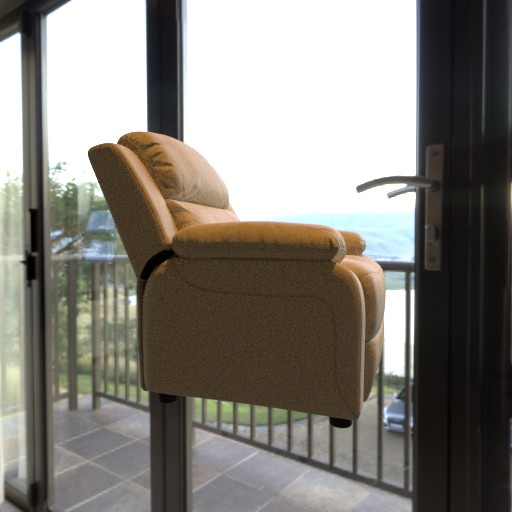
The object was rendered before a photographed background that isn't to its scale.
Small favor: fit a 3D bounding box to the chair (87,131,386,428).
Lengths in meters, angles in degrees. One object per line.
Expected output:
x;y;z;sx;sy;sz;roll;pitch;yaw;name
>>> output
0.000;0.000;1.270;0.709;0.702;0.680;1;2;18;chair
